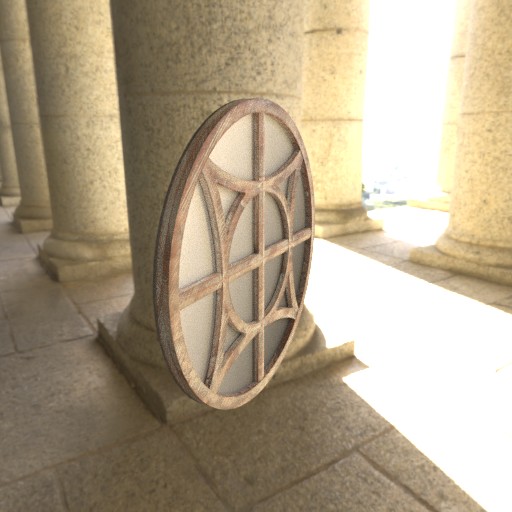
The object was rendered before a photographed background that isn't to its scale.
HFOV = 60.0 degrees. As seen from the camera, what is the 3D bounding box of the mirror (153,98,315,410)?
[{"bbox_3d":[0.000,0.000,1.062,0.038,0.710,0.710,8,17,26],"label":"mirror"}]
